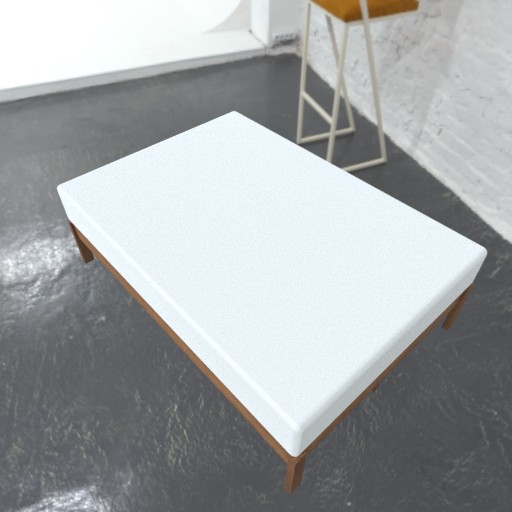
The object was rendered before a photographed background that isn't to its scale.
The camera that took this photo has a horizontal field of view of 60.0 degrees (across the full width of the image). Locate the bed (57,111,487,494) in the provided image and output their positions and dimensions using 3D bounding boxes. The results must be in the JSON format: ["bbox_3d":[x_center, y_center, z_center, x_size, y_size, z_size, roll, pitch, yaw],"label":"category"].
[{"bbox_3d":[0.000,0.000,2.543,1.348,0.616,1.927,-33,54,-28],"label":"bed"}]
